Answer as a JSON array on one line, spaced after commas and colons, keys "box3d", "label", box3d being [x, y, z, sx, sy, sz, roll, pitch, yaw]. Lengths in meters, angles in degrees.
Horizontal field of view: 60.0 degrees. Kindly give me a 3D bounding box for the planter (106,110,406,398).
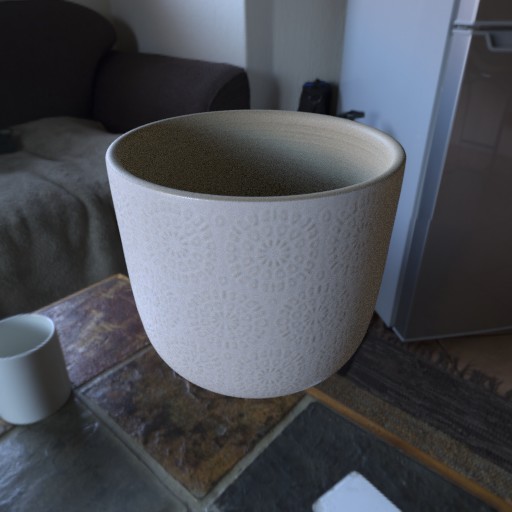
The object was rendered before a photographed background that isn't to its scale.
[{"box3d": [0.000, 0.000, 0.366, 0.208, 0.190, 0.208, 0, 31, 0], "label": "planter"}]
